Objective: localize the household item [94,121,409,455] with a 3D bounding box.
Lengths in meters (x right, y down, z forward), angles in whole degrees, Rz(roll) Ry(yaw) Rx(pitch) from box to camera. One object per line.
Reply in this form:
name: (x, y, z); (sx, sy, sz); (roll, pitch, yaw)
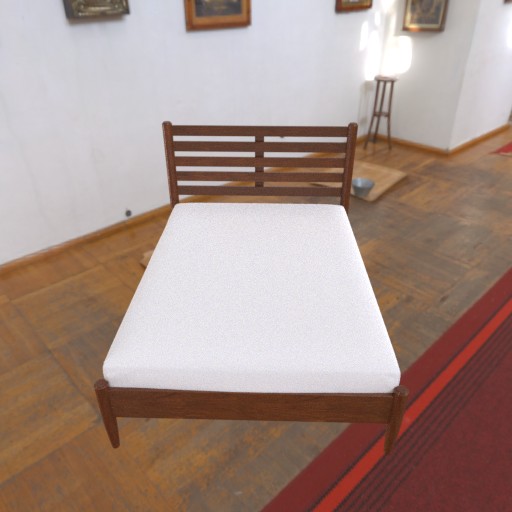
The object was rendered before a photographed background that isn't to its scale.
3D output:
household item: (0.000, 0.000, 3.170); (1.663, 1.356, 2.232); (1, 31, 1)
